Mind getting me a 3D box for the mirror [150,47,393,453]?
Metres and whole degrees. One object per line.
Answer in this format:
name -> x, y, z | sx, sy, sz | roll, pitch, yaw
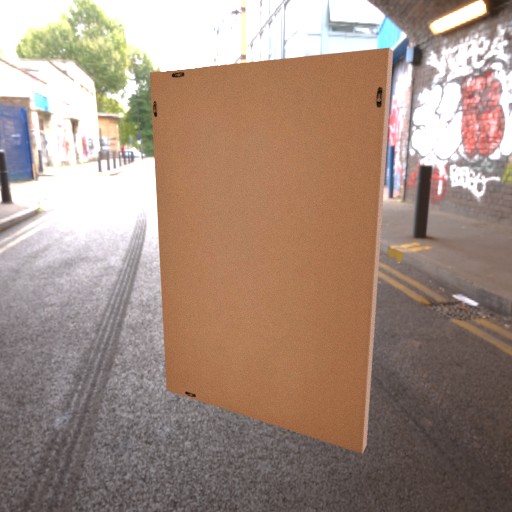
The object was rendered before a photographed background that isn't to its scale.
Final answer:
mirror -> 0.000, 0.000, 1.127 | 0.609, 0.915, 0.041 | 7, 15, 28
